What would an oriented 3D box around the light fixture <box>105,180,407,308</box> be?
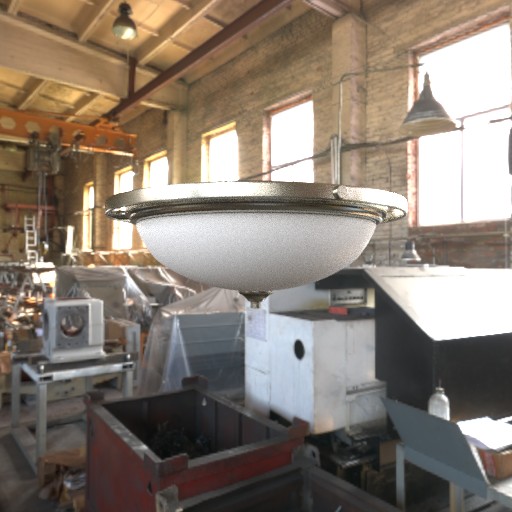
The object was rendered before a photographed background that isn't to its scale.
[{"bbox_3d":[0.000,0.000,0.558,0.361,0.130,0.361,0,-1,0],"label":"light fixture"}]
